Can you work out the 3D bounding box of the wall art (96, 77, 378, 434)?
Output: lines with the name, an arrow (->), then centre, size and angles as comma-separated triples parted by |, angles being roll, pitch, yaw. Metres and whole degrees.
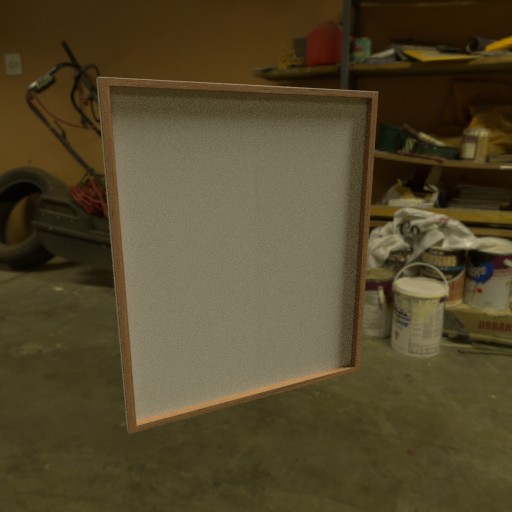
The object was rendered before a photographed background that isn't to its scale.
wall art -> 0.000, 0.000, 0.986 | 0.609, 0.710, 0.021 | -7, 17, -25
